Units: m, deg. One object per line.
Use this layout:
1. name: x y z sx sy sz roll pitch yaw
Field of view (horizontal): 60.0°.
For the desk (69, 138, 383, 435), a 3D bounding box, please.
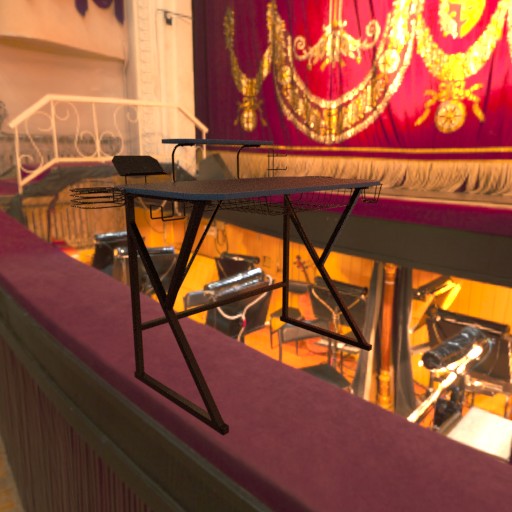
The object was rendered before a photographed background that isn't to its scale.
1. desk: 0.000 0.000 1.786 0.594 0.909 1.295 12 18 43
